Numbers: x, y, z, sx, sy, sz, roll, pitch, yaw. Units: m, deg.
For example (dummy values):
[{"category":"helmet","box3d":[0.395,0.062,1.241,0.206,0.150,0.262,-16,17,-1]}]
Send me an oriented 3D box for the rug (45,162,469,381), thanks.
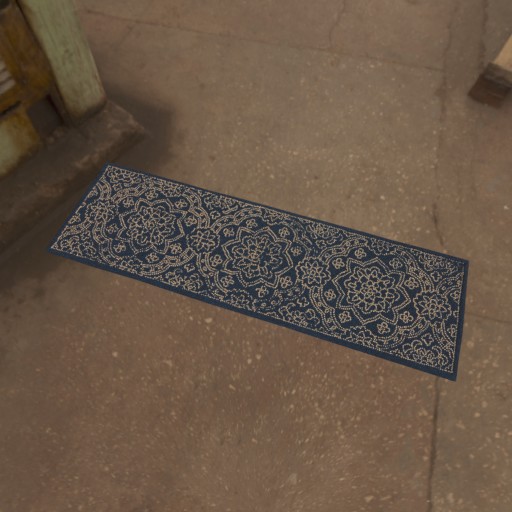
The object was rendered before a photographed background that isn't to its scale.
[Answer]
[{"category":"rug","box3d":[0.000,0.000,2.670,2.448,0.012,0.769,16,60,10]}]
